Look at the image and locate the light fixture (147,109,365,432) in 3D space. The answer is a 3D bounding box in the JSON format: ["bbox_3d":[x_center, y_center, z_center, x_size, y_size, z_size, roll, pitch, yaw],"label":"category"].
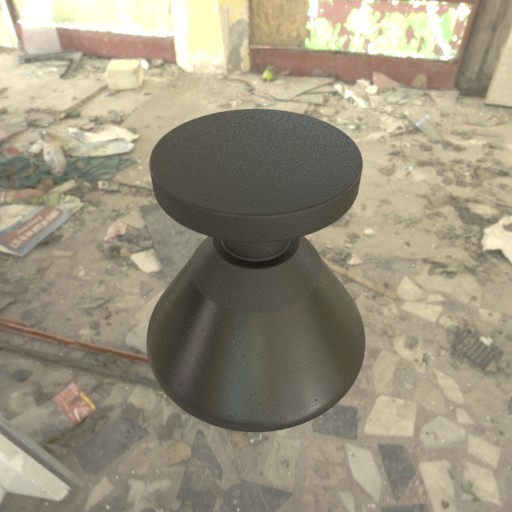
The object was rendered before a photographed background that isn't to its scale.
[{"bbox_3d":[0.000,0.000,0.353,0.200,0.183,0.200,0,42,0],"label":"light fixture"}]
